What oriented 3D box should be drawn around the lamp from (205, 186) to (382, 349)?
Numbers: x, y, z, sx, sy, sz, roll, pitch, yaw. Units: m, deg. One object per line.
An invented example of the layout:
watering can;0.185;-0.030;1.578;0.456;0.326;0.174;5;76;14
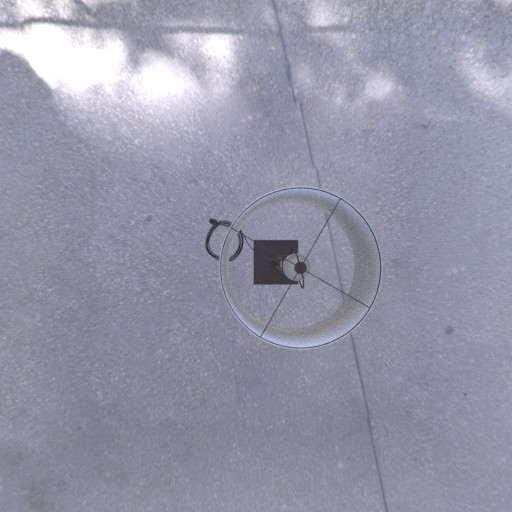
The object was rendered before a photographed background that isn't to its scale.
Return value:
lamp;0.000;0.000;1.925;0.639;1.650;0.474;0;90;0
